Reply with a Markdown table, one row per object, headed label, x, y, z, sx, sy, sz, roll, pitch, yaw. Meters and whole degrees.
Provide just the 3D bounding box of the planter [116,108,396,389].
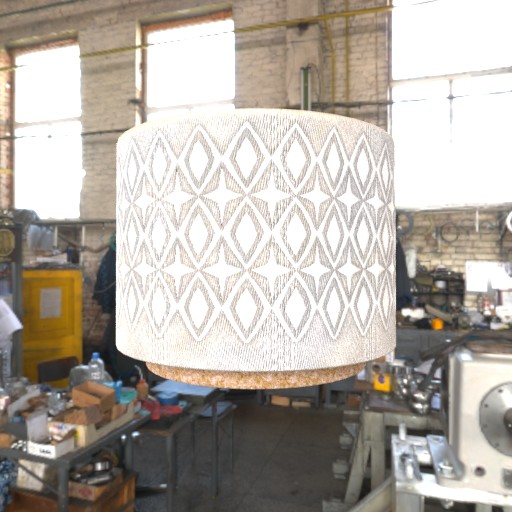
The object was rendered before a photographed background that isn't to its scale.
| label | x | y | z | sx | sy | sz | roll | pitch | yaw |
| --- | --- | --- | --- | --- | --- | --- | --- | --- | --- |
| planter | 0.000 | 0.000 | 0.273 | 0.164 | 0.127 | 0.164 | 0 | -1 | 0 |
